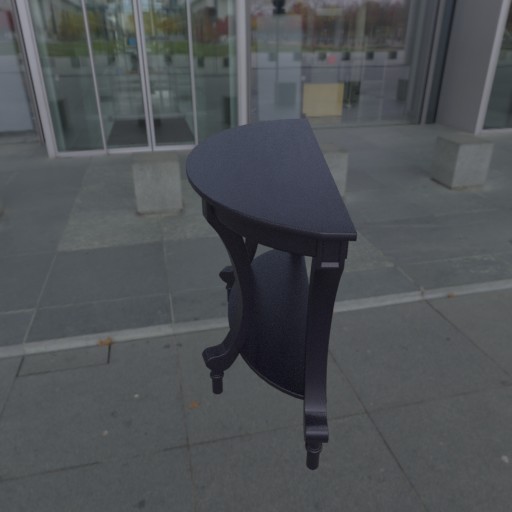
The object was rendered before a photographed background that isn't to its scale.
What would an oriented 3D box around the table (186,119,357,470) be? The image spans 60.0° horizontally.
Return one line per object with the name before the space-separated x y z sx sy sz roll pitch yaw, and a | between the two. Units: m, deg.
table | 0.000 0.000 1.478 0.394 0.692 1.198 1 27 2
